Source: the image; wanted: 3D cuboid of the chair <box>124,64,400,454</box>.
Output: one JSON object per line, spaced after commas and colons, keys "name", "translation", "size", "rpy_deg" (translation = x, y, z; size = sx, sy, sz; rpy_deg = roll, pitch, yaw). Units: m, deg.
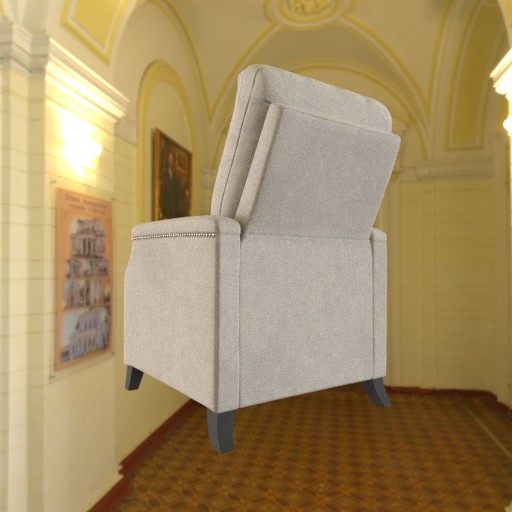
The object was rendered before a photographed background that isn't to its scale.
{"name": "chair", "translation": [0.000, 0.000, 1.627], "size": [0.710, 1.049, 0.922], "rpy_deg": [1, -2, -35]}
